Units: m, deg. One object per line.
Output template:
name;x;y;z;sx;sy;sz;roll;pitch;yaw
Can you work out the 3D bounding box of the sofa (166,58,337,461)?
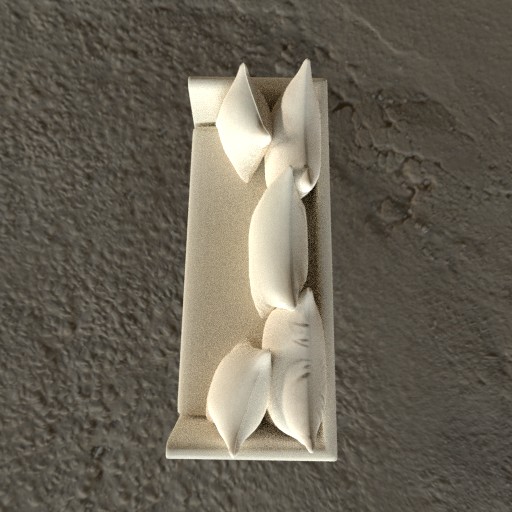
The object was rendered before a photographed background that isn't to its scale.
sofa;0.000;0.000;3.013;1.030;1.042;2.484;1;76;0
